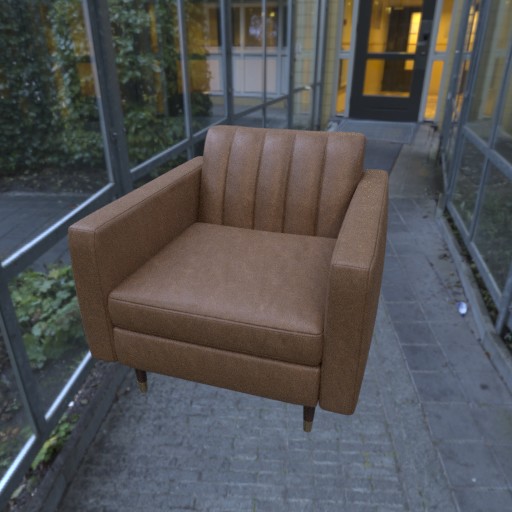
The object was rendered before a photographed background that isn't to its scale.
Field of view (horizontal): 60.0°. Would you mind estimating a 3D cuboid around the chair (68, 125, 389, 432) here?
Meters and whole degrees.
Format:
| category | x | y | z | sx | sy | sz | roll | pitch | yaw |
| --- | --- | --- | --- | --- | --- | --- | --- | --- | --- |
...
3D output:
| category | x | y | z | sx | sy | sz | roll | pitch | yaw |
| --- | --- | --- | --- | --- | --- | --- | --- | --- | --- |
| chair | 0.000 | 0.000 | 1.722 | 0.953 | 0.819 | 0.998 | 8 | 27 | 16 |
